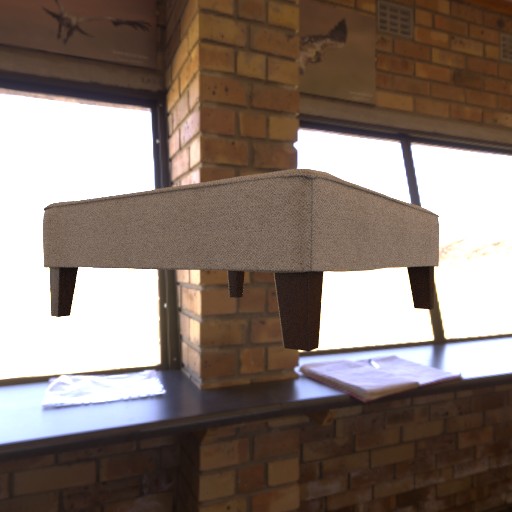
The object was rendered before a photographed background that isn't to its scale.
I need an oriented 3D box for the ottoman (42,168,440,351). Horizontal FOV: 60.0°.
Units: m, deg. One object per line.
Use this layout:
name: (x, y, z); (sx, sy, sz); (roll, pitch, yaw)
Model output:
ottoman: (0.000, 0.000, 1.500); (0.973, 0.381, 0.982); (0, -1, 36)
